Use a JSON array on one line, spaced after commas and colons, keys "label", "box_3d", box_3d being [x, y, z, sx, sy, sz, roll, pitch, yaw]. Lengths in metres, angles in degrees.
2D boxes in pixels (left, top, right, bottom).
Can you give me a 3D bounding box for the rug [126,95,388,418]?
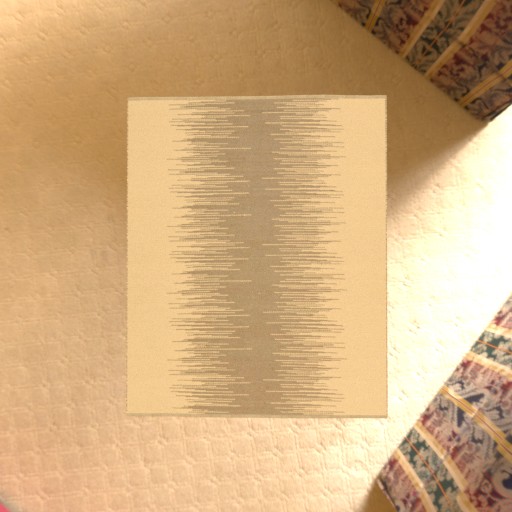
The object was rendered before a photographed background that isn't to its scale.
[{"label": "rug", "box_3d": [0.000, 0.000, 4.175, 2.453, 0.010, 3.037, 0, 89, 1]}]
